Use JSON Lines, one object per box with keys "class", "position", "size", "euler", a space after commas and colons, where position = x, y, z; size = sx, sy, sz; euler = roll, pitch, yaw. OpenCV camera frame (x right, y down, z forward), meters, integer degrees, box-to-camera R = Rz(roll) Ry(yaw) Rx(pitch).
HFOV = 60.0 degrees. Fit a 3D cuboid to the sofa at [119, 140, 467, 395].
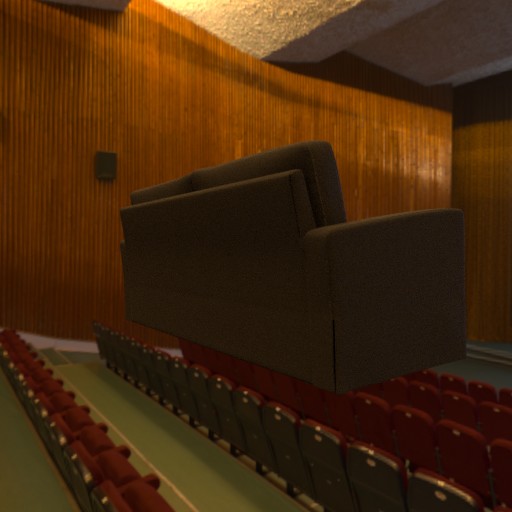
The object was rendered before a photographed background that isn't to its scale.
{"class": "sofa", "position": [0.000, 0.000, 2.325], "size": [0.898, 0.839, 1.852], "euler": [-1, 1, -36]}
